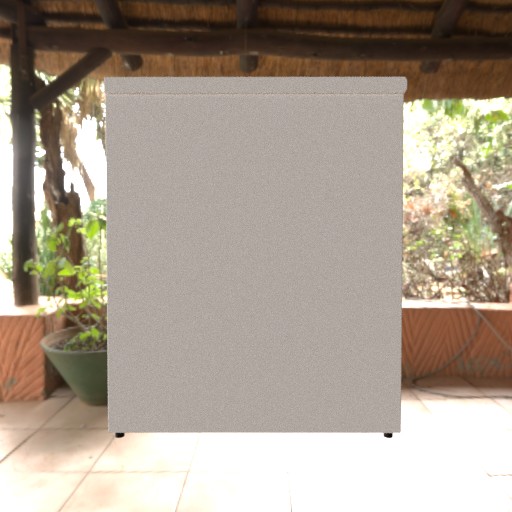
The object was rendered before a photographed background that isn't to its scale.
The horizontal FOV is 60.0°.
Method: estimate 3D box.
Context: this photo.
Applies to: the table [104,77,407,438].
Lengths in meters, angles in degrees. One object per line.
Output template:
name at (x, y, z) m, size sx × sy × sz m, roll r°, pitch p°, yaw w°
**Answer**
table at (0.000, 0.000, 0.770) m, size 0.380 × 0.460 × 0.420 m, roll 0°, pitch 2°, yaw 0°
